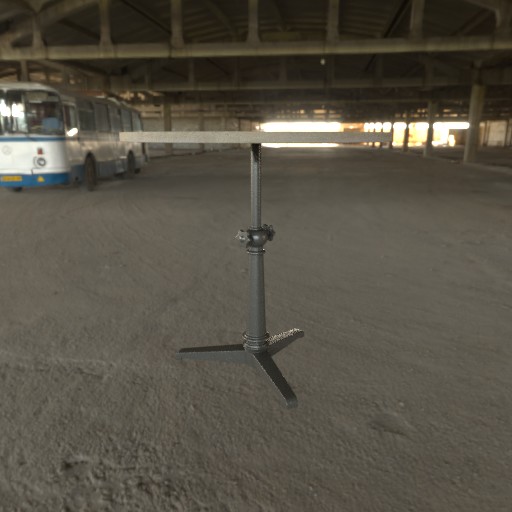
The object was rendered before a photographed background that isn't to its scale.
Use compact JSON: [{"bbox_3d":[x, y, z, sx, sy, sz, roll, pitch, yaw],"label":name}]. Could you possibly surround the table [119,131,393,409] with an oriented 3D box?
[{"bbox_3d":[0.000,0.000,1.453,0.800,0.780,0.800,0,15,0],"label":"table"}]
